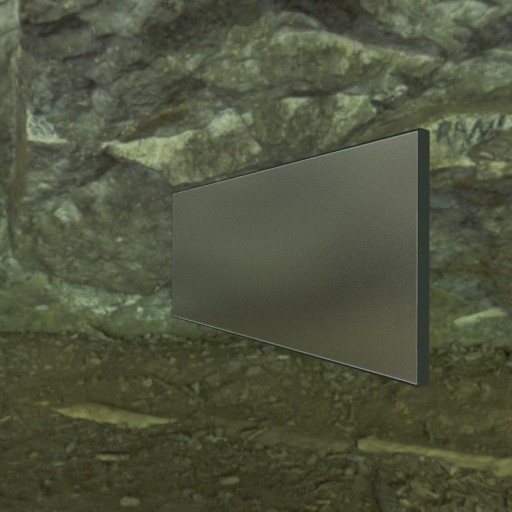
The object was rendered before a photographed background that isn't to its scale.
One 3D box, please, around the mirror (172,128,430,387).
[{"bbox_3d":[0.000,0.000,1.839,0.047,0.692,1.584,0,1,-35],"label":"mirror"}]
